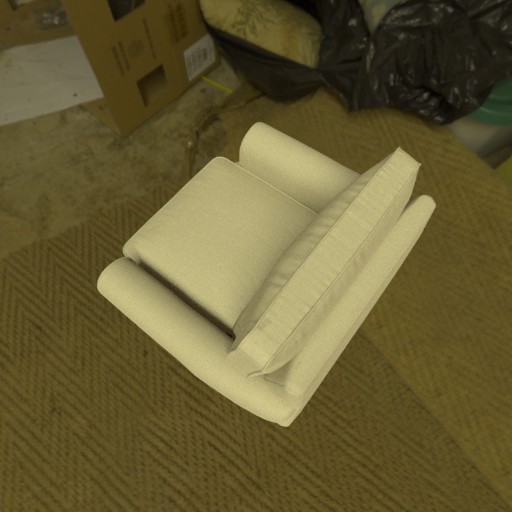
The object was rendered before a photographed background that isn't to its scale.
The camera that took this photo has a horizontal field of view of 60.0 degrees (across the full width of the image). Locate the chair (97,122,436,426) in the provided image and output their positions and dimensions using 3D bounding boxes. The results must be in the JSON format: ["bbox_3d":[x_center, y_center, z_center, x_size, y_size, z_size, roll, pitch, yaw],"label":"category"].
[{"bbox_3d":[0.000,0.000,1.780,0.966,0.967,1.029,35,68,16],"label":"chair"}]
